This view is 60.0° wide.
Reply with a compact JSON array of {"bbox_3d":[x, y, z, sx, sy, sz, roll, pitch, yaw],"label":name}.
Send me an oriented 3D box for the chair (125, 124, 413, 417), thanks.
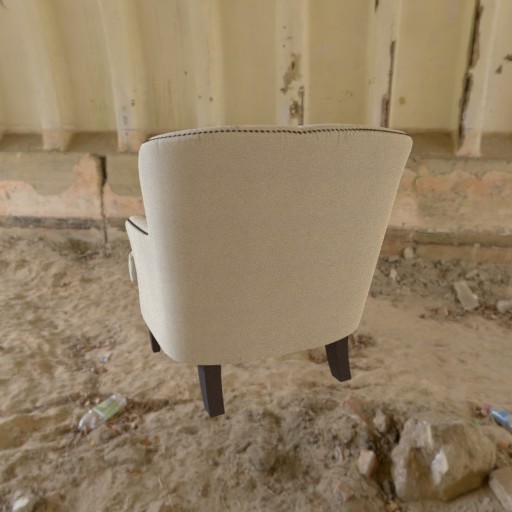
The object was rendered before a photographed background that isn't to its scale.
[{"bbox_3d":[0.000,0.000,1.577,0.848,0.868,0.906,-7,15,-25],"label":"chair"}]
